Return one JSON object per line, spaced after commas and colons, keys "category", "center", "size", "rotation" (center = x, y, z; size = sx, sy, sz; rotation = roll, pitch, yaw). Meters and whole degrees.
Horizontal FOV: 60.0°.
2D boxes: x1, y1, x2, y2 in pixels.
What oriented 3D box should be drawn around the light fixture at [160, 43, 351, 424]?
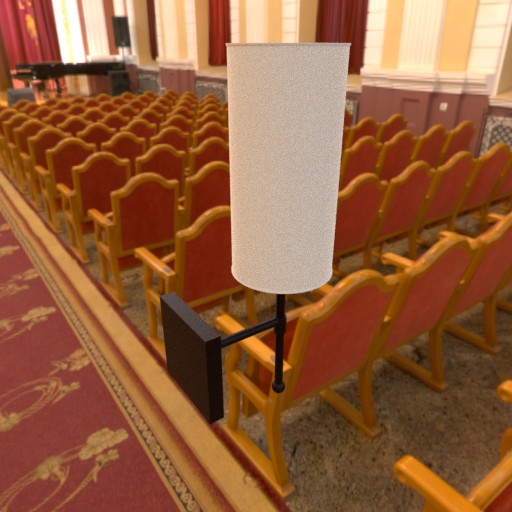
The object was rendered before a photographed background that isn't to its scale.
{"category": "light fixture", "center": [0.000, 0.000, 0.533], "size": [0.208, 0.462, 0.128], "rotation": [-17, 30, -31]}
